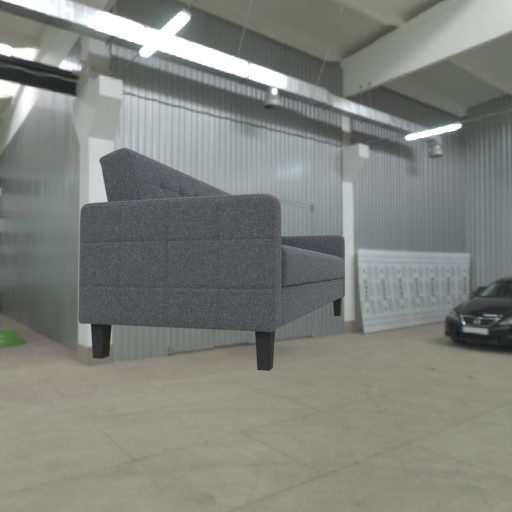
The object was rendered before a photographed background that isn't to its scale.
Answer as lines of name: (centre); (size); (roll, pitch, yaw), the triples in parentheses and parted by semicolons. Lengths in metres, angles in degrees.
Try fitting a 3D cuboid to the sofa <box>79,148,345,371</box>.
sofa: (0.000, 0.000, 2.552); (0.810, 0.850, 2.040); (-1, -2, 18)
